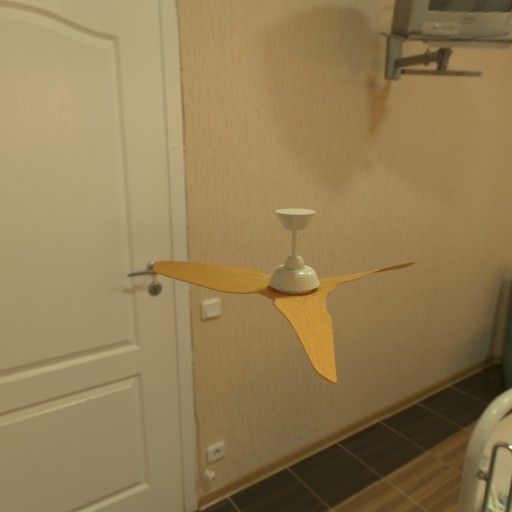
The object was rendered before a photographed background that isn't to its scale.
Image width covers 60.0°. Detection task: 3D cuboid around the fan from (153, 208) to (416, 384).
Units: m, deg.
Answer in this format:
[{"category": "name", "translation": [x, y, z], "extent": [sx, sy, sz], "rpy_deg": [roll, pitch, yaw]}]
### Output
[{"category": "fan", "translation": [0.000, 0.000, 1.663], "extent": [1.010, 0.355, 1.142], "rpy_deg": [7, 16, 26]}]
